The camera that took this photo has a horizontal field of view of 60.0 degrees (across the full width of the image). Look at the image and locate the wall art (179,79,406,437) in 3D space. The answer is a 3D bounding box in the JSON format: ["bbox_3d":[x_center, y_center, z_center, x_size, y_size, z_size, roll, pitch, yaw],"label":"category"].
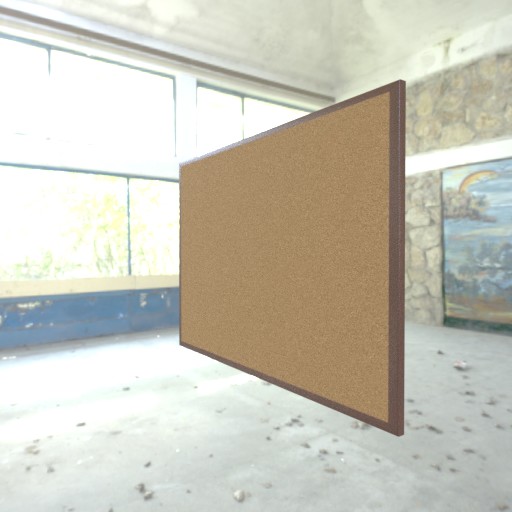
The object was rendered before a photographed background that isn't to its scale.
[{"bbox_3d":[0.000,0.000,0.839,0.014,0.455,0.660,-1,1,-35],"label":"wall art"}]
